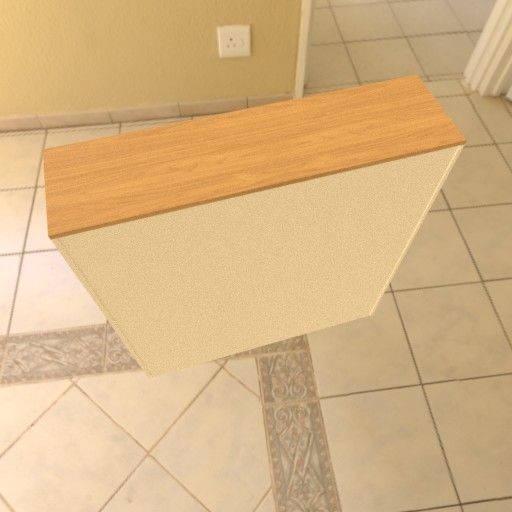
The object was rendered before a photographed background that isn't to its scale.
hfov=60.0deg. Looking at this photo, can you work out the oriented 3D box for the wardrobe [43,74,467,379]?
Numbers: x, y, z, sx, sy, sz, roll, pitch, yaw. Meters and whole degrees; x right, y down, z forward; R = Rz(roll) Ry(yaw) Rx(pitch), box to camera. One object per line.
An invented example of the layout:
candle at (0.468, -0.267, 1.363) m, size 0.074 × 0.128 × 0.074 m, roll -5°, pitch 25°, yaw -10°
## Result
wardrobe at (0.000, 0.000, 3.298) m, size 2.160 × 2.260 × 0.590 m, roll -14°, pitch 59°, yaw -9°
